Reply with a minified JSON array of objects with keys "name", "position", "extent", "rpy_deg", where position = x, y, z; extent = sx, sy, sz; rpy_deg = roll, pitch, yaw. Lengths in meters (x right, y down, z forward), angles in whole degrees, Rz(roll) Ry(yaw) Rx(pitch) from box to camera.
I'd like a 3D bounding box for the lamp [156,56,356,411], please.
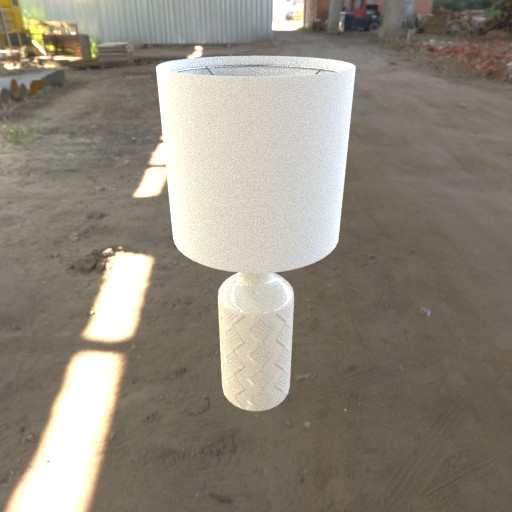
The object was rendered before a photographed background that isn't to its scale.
[{"name":"lamp","position":[0.000,0.000,0.578],"extent":[0.207,0.461,0.207],"rpy_deg":[-21,35,-32]}]
